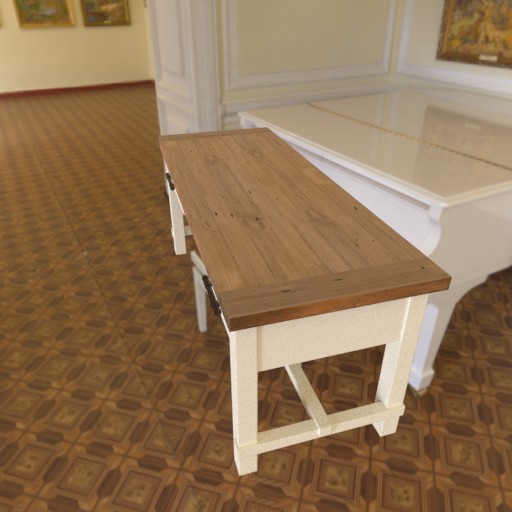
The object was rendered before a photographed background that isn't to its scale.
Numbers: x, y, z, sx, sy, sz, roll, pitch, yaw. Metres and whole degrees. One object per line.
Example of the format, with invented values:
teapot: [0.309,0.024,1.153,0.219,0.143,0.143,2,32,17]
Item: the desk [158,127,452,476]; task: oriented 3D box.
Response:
desk: [0.000,0.000,2.184,0.688,0.762,1.803,-9,32,-14]
